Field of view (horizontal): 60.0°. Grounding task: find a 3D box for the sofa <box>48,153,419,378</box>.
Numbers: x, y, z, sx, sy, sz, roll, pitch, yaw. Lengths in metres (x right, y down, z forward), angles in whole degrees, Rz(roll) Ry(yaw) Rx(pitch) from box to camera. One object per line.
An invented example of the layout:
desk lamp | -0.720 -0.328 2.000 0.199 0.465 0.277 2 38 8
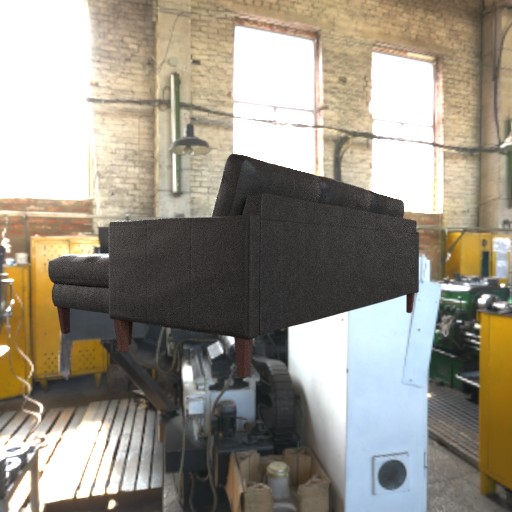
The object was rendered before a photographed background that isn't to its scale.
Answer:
sofa | 0.000 0.000 2.902 1.497 0.876 2.178 1 1 36
